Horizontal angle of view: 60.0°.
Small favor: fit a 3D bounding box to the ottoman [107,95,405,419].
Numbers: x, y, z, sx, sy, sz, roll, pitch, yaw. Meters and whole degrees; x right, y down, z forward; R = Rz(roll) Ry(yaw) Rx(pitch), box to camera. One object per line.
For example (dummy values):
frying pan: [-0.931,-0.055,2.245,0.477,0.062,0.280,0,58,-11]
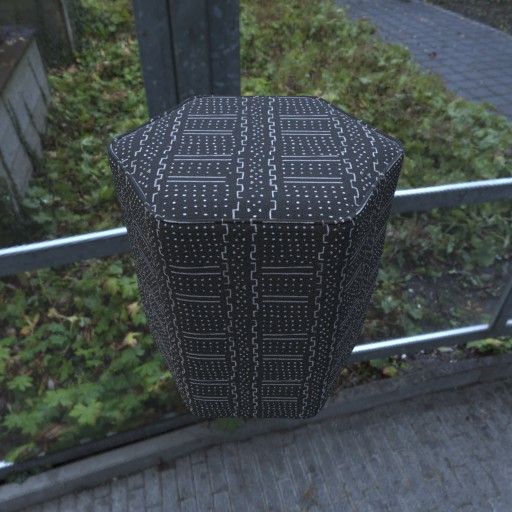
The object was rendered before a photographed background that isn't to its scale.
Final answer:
ottoman: [0.000,0.000,0.881,0.494,0.502,0.443,0,40,0]
